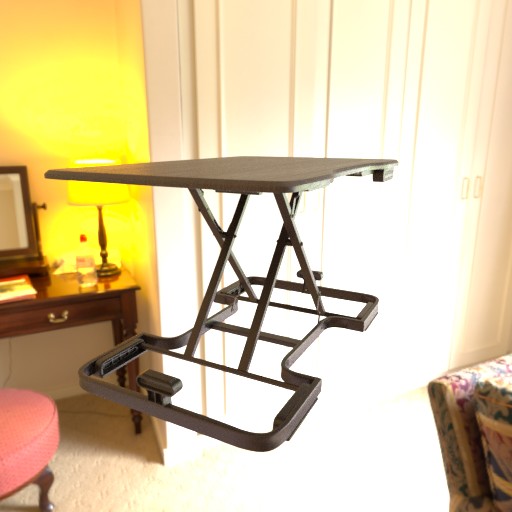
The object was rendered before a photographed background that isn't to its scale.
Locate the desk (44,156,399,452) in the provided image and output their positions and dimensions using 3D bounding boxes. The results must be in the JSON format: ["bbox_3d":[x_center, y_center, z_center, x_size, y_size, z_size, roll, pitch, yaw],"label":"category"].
[{"bbox_3d":[0.000,0.000,1.146,0.546,0.470,0.820,8,17,27],"label":"desk"}]
